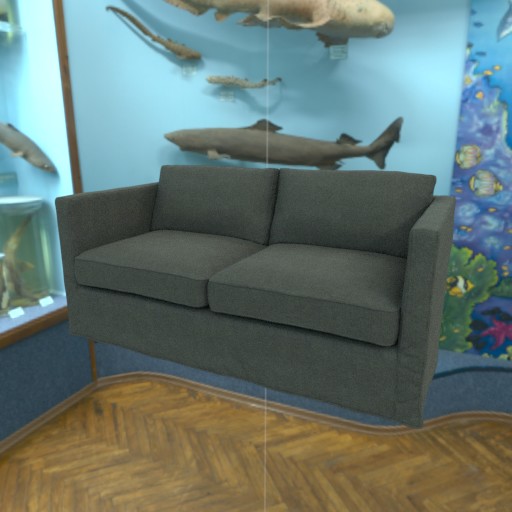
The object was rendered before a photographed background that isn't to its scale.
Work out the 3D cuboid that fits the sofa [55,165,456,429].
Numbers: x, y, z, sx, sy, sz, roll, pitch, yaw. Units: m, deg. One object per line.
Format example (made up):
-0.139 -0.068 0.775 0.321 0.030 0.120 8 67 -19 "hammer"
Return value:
0.000 0.000 2.260 1.802 0.854 0.974 8 17 25 "sofa"
